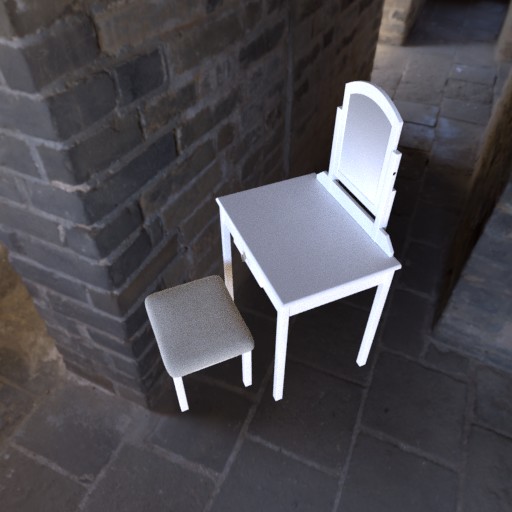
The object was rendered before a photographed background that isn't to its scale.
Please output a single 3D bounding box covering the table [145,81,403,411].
[{"bbox_3d":[0.000,0.000,2.342,1.211,1.631,0.876,-17,47,-17],"label":"table"}]
